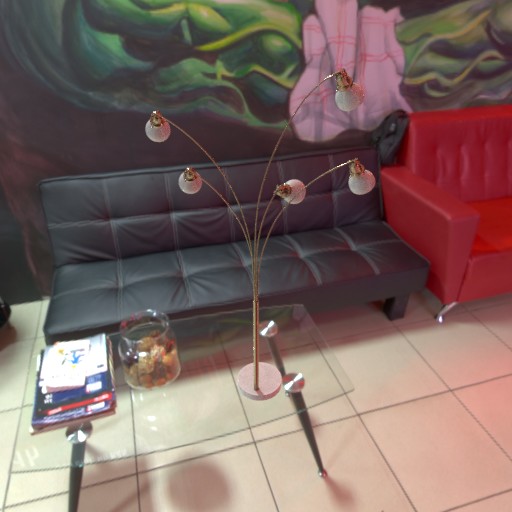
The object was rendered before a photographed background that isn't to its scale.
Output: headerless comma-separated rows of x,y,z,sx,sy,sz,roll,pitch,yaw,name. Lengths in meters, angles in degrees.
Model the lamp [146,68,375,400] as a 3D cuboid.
0.000,0.000,2.991,1.405,2.423,0.361,9,32,14,lamp
